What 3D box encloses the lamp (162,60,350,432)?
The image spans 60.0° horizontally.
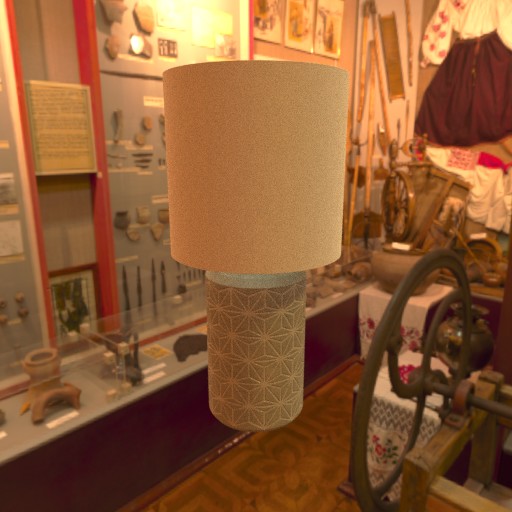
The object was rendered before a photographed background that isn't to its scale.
[{"bbox_3d":[0.000,0.000,0.549,0.206,0.416,0.206,13,19,42],"label":"lamp"}]
